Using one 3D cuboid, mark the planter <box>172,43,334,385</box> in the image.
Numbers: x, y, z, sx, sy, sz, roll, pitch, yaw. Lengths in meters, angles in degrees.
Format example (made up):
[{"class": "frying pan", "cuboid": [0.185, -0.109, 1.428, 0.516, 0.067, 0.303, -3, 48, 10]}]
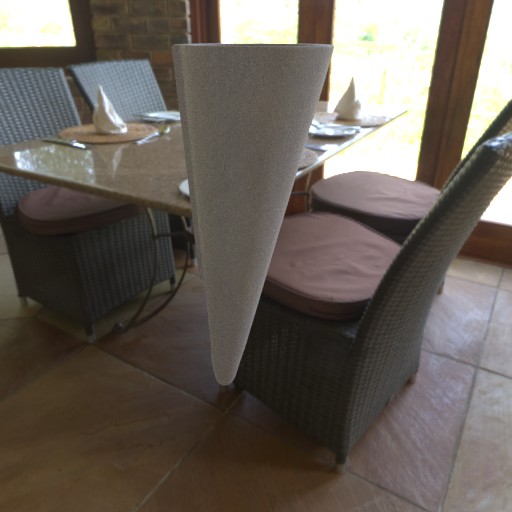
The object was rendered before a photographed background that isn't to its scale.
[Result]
[{"class": "planter", "cuboid": [0.000, 0.000, 0.301, 0.087, 0.259, 0.078, 17, 31, 31]}]
